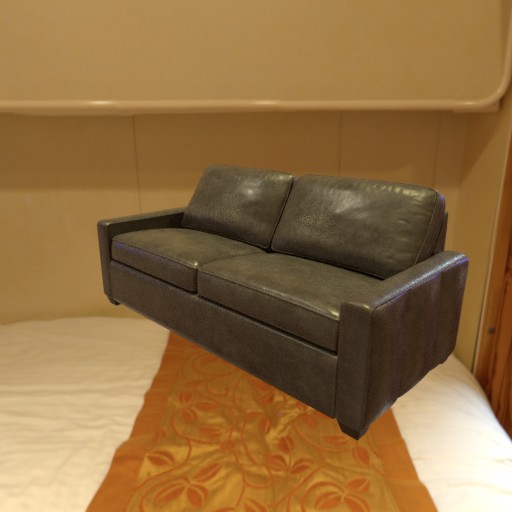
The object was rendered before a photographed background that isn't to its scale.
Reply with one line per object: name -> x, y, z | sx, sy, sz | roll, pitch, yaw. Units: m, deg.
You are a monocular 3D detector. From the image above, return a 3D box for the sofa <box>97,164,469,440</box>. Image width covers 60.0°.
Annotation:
sofa -> 0.000, 0.000, 2.586 | 2.081, 0.916, 0.939 | 16, 23, 42
